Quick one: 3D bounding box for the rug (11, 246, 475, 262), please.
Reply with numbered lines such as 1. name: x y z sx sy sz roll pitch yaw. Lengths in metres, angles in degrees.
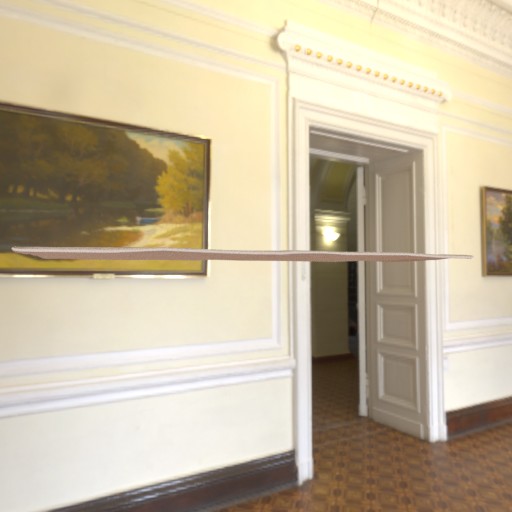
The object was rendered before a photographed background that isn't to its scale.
1. rug: 0.000 0.000 2.570 2.381 0.036 0.831 1 -3 -18
